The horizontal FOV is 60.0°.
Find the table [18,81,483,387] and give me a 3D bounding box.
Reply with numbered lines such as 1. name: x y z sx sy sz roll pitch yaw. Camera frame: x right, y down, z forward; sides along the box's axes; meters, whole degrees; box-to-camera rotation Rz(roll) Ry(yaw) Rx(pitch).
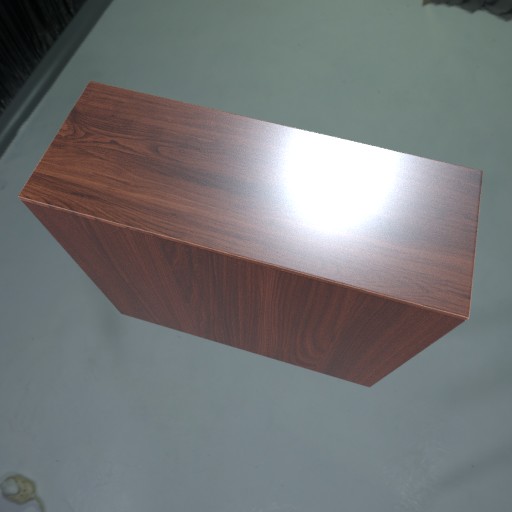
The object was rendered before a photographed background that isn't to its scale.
1. table: 0.000 0.000 1.305 0.930 0.790 0.380 15 65 7
